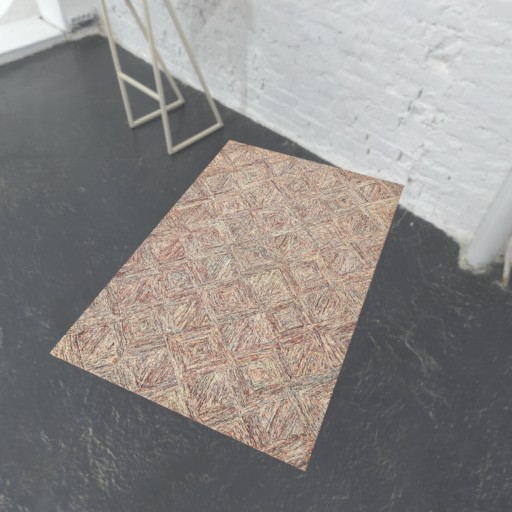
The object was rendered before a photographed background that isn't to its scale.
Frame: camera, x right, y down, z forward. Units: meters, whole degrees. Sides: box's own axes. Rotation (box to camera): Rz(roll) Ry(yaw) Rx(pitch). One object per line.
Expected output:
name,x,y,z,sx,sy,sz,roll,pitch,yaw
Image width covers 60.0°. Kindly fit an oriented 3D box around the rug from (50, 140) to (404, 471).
rug,0.000,0.000,2.979,1.523,0.019,2.285,18,51,16
